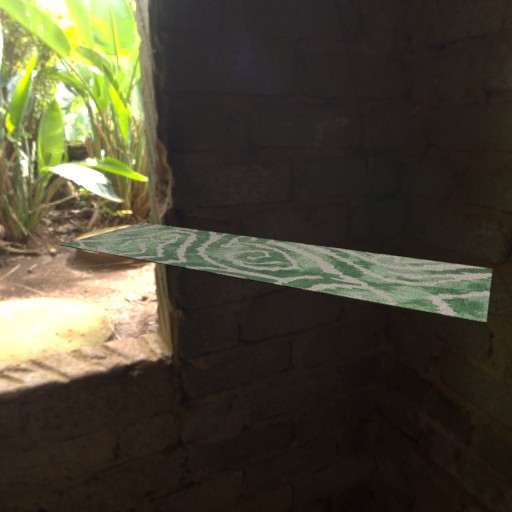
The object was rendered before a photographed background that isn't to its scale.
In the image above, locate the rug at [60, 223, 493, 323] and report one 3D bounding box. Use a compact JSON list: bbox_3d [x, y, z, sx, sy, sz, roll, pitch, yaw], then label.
[{"bbox_3d":[0.000,0.000,2.586,2.438,0.006,0.761,9,18,27],"label":"rug"}]
